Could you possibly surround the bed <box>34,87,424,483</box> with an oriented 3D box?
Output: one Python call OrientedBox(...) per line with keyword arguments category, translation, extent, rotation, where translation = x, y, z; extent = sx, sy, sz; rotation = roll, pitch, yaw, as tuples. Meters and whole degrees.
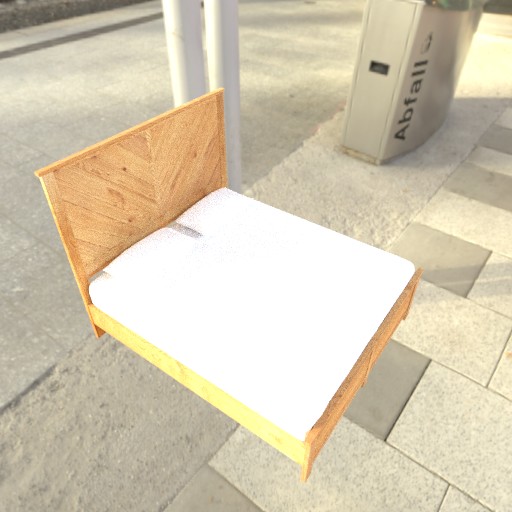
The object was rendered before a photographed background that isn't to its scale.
OrientedBox(category="bed", translation=(0.000, 0.000, 3.567), extent=(2.201, 1.686, 1.936), rotation=(25, 46, 27))
